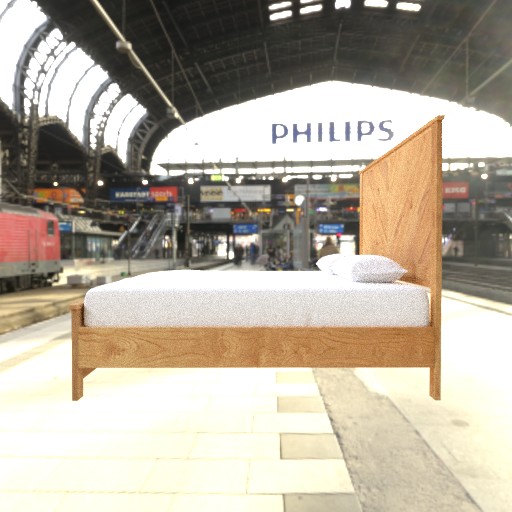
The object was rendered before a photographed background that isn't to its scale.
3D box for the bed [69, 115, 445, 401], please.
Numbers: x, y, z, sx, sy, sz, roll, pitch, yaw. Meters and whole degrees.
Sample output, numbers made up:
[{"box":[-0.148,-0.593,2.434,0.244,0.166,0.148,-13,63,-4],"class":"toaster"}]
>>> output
[{"box":[0.000,0.000,3.567,2.201,1.686,1.936,0,1,0],"class":"bed"}]
